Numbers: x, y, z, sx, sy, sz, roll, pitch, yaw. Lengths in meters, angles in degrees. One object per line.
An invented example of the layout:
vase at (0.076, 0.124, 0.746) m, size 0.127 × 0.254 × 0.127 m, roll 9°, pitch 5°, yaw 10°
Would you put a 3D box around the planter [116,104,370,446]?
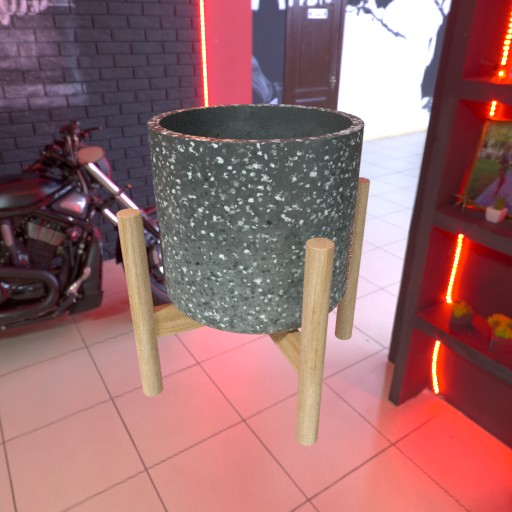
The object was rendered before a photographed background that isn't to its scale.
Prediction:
planter at (0.000, 0.000, 0.535) m, size 0.284 × 0.320 × 0.284 m, roll 0°, pitch 27°, yaw -1°
